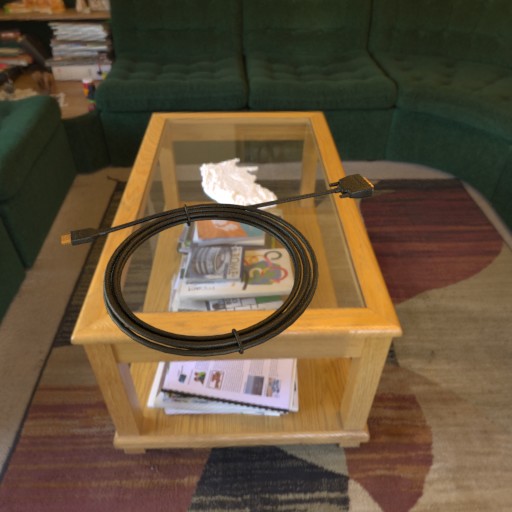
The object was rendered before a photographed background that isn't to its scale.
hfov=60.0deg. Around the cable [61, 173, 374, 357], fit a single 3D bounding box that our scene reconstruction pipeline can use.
[{"bbox_3d":[0.000,0.000,0.512,0.422,0.030,0.257,-13,42,-15],"label":"cable"}]
